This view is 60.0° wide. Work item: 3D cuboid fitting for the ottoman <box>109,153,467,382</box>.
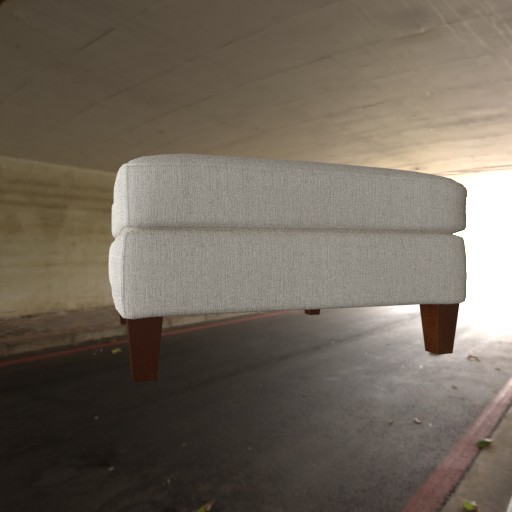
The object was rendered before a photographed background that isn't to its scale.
[{"bbox_3d":[0.000,0.000,1.335,0.838,0.478,0.838,0,1,-19],"label":"ottoman"}]
